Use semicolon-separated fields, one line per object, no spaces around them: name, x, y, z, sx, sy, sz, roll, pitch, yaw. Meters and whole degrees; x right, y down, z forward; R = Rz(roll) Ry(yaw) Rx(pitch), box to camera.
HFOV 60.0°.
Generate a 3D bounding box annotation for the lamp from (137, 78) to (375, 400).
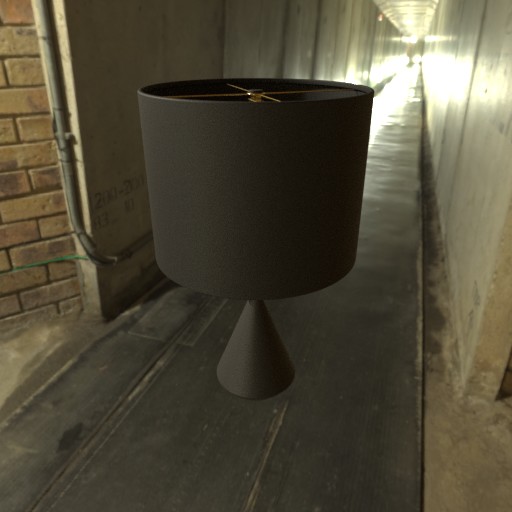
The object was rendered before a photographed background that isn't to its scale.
lamp;0.000;0.000;0.817;0.359;0.584;0.359;-9;27;-17
